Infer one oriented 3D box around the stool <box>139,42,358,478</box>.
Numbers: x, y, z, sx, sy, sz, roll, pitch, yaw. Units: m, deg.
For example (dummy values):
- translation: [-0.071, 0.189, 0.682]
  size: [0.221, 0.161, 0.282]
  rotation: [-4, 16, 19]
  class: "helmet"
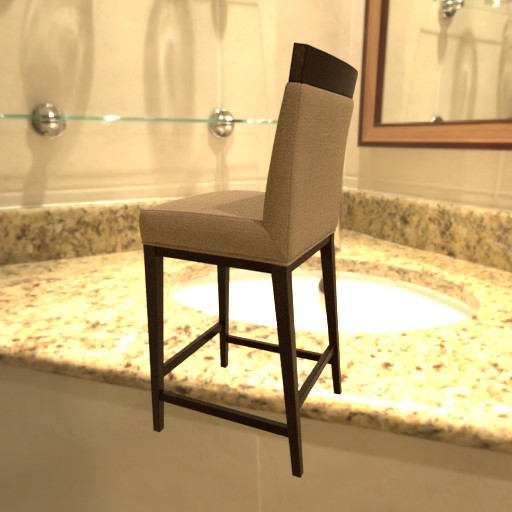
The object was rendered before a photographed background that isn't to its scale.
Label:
- translation: [0.000, 0.000, 1.398]
  size: [0.531, 1.117, 0.511]
  rotation: [7, 17, 24]
  class: "stool"
